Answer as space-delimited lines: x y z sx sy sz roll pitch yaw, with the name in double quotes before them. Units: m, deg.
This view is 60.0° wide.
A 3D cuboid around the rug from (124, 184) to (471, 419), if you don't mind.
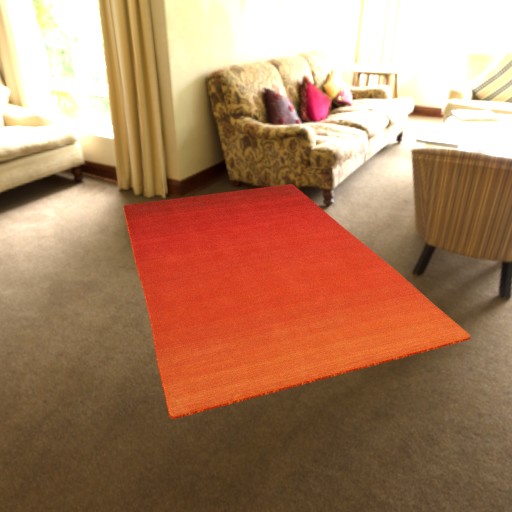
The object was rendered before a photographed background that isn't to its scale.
"rug" 0.000 0.000 2.367 1.230 0.018 1.835 -10 31 -17
